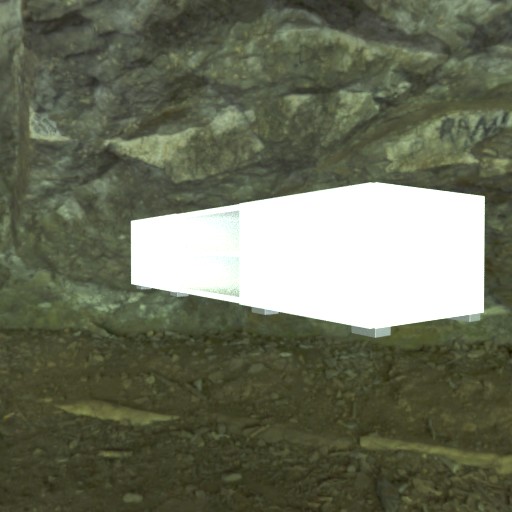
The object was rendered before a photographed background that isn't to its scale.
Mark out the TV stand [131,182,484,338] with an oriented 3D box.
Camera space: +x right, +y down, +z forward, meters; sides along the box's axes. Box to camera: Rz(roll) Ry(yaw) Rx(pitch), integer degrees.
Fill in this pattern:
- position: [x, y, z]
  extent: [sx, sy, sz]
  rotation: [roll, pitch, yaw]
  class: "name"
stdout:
- position: [0.000, 0.000, 1.564]
  extent: [0.420, 0.310, 1.400]
  rotation: [-1, 1, -35]
  class: "TV stand"
